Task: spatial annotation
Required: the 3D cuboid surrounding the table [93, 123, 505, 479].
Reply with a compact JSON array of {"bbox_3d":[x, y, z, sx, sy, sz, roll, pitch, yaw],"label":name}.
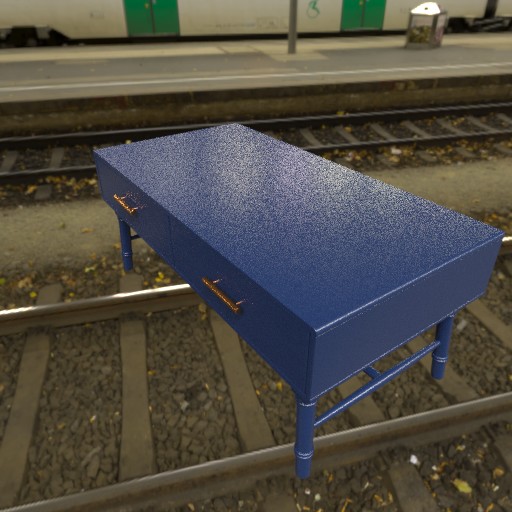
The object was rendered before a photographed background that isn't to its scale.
[{"bbox_3d":[0.000,0.000,1.309,0.572,0.457,1.067,-21,37,-30],"label":"table"}]
